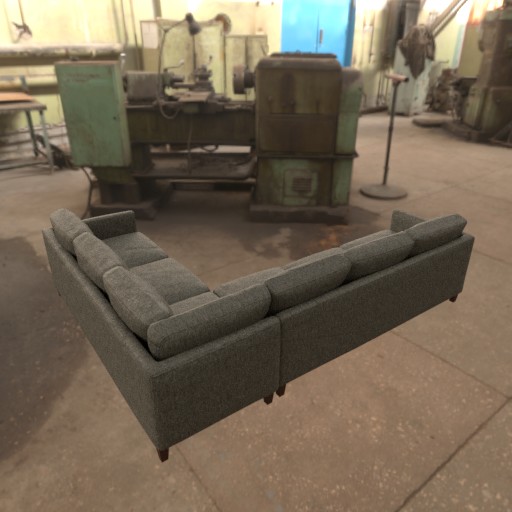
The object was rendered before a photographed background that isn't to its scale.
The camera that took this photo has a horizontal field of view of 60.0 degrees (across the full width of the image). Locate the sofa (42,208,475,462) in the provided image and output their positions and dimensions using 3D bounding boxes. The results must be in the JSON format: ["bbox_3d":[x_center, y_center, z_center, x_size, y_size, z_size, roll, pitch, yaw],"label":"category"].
[{"bbox_3d":[0.000,0.000,4.304,3.302,0.947,2.593,-18,32,-32],"label":"sofa"}]
